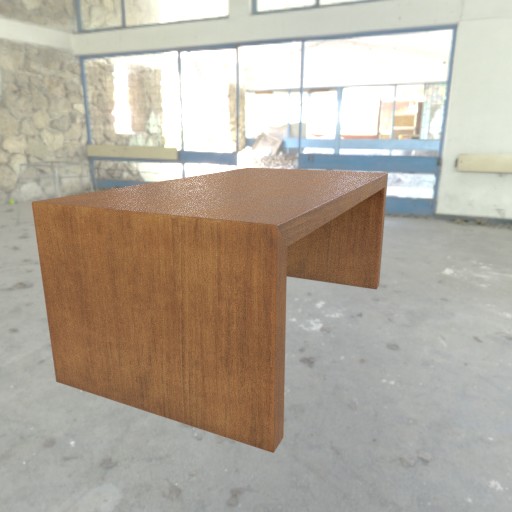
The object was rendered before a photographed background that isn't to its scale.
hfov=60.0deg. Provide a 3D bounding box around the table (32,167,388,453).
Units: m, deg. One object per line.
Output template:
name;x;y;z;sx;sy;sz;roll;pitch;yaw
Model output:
table;0.000;0.000;1.289;0.549;0.419;1.000;7;17;25
